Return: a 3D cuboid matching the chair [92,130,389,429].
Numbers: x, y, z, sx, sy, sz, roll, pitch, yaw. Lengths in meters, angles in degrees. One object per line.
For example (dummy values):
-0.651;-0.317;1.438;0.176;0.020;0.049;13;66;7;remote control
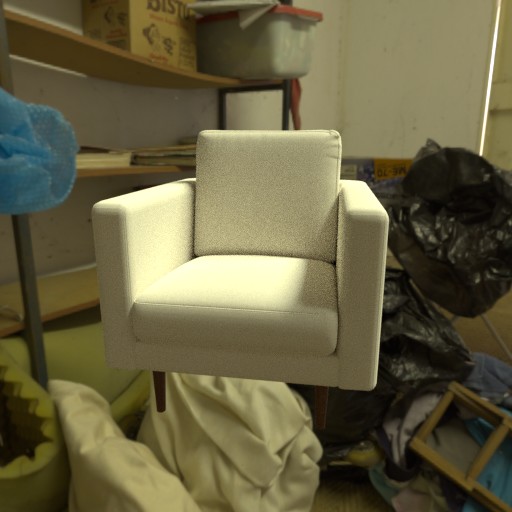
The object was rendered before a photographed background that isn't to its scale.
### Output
0.000;0.000;1.621;0.831;0.899;0.879;2;15;9;chair
